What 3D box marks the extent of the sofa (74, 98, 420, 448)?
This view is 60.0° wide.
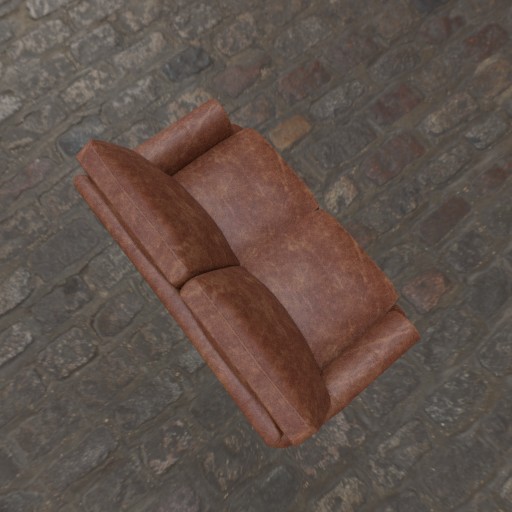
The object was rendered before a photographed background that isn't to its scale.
[{"bbox_3d":[0.000,0.000,2.236,0.990,0.967,1.616,-38,79,-9],"label":"sofa"}]
